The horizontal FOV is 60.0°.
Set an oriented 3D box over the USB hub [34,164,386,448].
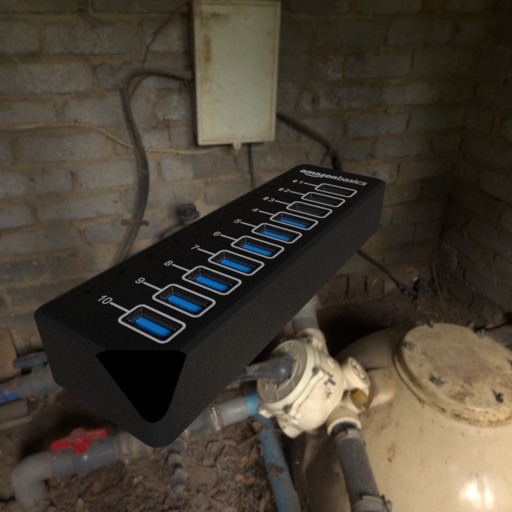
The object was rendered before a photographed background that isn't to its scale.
[{"bbox_3d":[0.000,0.000,0.160,0.044,0.023,0.145,19,35,29],"label":"USB hub"}]
